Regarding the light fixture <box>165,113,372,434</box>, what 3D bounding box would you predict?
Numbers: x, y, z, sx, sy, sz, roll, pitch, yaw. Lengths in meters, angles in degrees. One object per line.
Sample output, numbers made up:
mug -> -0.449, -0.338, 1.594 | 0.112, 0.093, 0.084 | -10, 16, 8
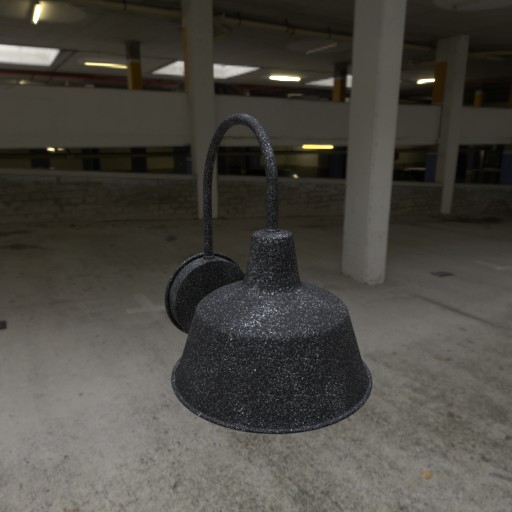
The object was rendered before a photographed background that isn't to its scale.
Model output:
light fixture -> 0.000, 0.000, 0.484 | 0.216, 0.300, 0.283 | -8, 17, -28
